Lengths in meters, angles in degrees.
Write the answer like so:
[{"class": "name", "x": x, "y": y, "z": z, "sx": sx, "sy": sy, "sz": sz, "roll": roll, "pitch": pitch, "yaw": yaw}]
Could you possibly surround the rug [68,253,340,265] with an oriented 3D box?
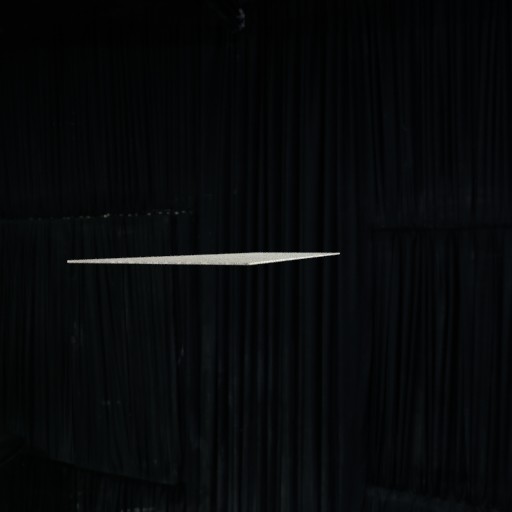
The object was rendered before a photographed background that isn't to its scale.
[{"class": "rug", "x": 0.000, "y": 0.000, "z": 2.526, "sx": 0.676, "sy": 0.008, "sz": 2.277, "roll": 0, "pitch": 1, "yaw": 18}]
